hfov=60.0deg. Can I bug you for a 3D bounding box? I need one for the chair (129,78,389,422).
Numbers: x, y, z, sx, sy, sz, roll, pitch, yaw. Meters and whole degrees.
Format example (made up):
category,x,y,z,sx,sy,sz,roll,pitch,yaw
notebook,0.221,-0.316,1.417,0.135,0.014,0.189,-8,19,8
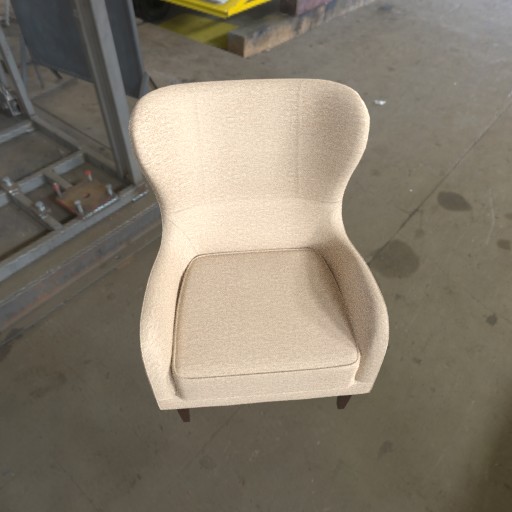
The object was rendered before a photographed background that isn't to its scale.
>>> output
category,x,y,z,sx,sy,sz,roll,pitch,yaw
chair,0.000,0.000,1.782,0.861,1.064,0.984,-4,47,-3
